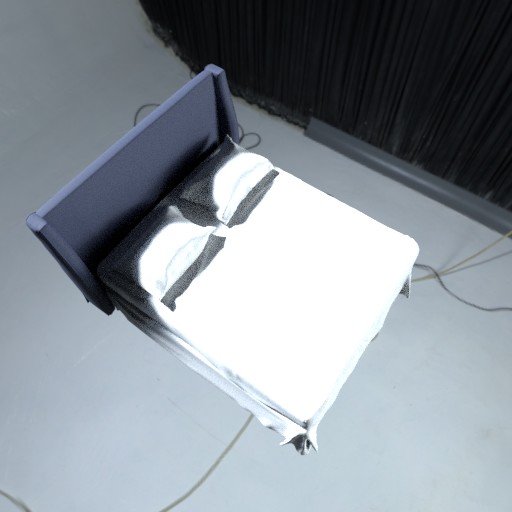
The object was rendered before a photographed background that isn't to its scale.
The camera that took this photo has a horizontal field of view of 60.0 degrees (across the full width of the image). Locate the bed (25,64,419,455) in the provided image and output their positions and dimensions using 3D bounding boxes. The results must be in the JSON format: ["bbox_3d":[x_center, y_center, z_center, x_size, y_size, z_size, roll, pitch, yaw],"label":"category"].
[{"bbox_3d":[0.000,0.000,3.409,2.276,1.332,1.925,32,65,17],"label":"bed"}]
